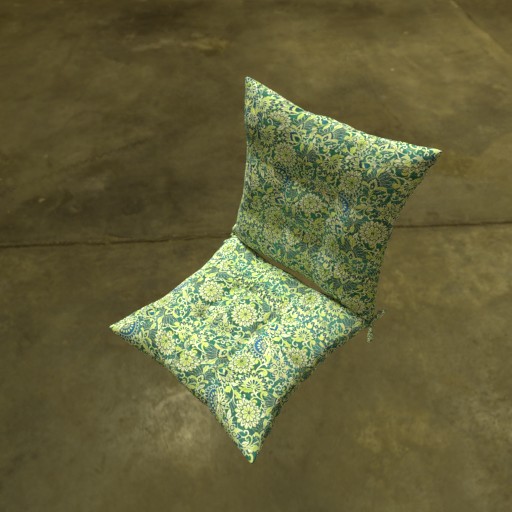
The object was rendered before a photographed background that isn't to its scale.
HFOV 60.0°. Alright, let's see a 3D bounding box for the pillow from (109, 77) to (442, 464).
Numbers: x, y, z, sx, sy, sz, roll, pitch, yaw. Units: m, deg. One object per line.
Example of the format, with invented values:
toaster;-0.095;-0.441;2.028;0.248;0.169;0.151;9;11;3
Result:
pillow;0.000;0.000;1.018;0.541;0.536;0.585;33;54;28
